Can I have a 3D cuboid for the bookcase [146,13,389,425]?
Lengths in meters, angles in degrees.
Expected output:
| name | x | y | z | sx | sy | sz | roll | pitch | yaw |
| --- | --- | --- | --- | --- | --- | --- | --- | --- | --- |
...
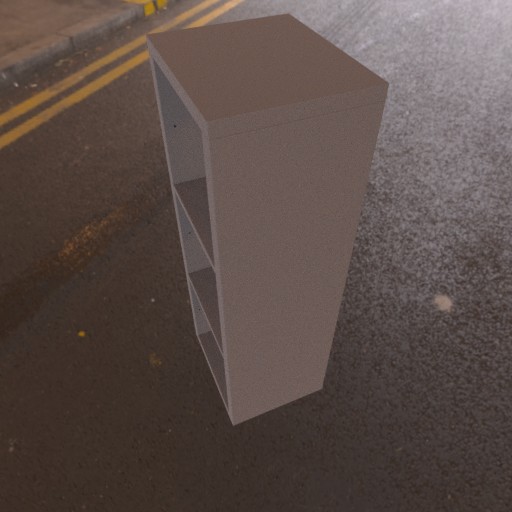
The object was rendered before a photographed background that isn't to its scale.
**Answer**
| name | x | y | z | sx | sy | sz | roll | pitch | yaw |
| --- | --- | --- | --- | --- | --- | --- | --- | --- | --- |
| bookcase | 0.000 | 0.000 | 1.224 | 0.330 | 1.080 | 0.390 | -17 | 48 | -16 |
